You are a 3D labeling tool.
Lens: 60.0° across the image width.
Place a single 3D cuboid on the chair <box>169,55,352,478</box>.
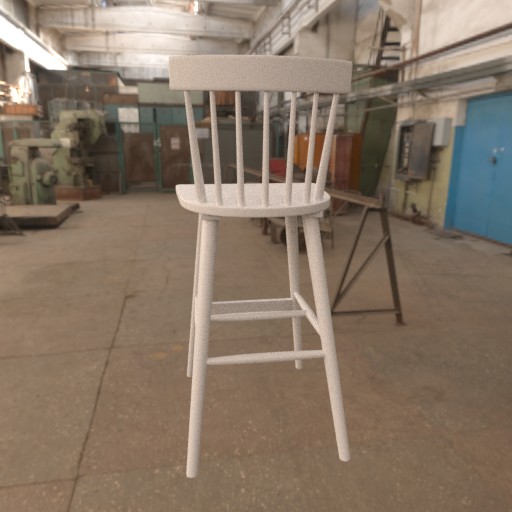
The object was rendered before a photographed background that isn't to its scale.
[{"bbox_3d":[0.000,0.000,1.374,0.483,1.092,0.572,-2,14,-8],"label":"chair"}]
